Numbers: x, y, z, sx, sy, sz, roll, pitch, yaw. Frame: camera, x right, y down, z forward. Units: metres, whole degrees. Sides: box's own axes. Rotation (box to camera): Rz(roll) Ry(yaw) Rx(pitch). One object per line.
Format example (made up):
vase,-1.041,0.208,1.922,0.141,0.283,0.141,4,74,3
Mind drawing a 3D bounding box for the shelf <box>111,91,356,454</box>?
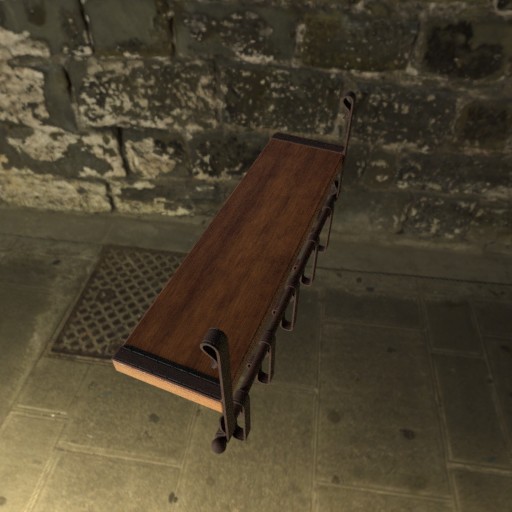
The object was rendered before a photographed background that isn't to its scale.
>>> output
shelf,0.000,0.000,0.702,0.146,0.330,0.567,16,48,15
